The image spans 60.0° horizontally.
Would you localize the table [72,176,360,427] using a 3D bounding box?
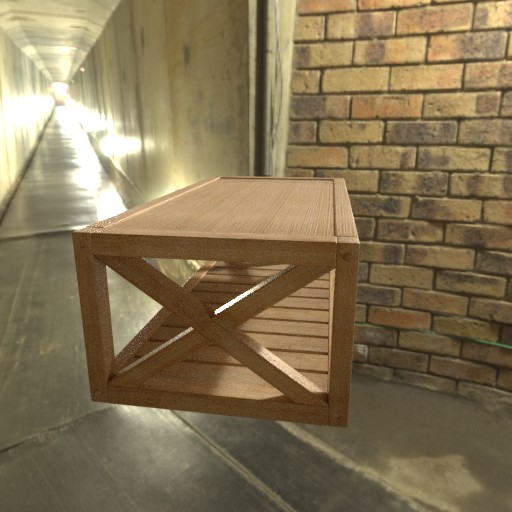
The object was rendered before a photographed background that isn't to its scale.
[{"bbox_3d":[0.000,0.000,1.666,0.660,0.457,1.321,3,16,9],"label":"table"}]
